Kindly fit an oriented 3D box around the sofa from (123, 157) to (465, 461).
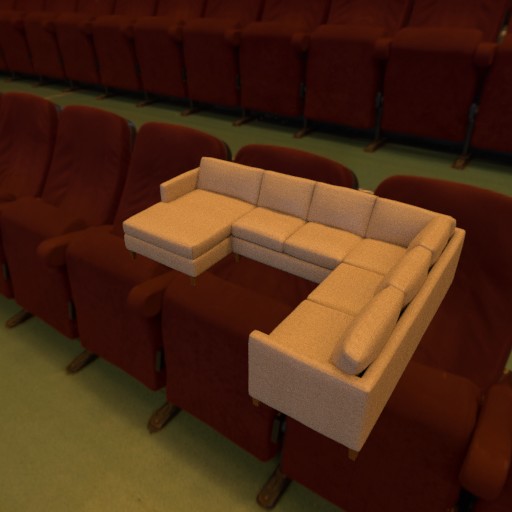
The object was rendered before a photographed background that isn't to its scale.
[{"bbox_3d":[0.000,0.000,4.556,3.460,0.961,2.594,20,37,29],"label":"sofa"}]
